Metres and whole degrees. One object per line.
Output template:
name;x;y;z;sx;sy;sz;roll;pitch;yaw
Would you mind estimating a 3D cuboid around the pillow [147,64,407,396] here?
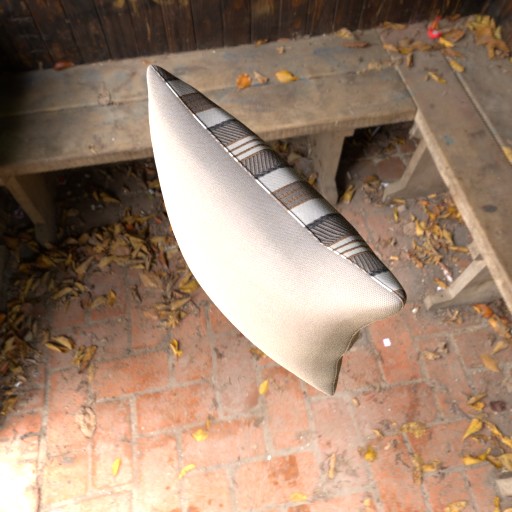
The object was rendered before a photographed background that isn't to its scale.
pillow;0.000;0.000;0.640;0.173;0.401;0.416;-36;66;-18
